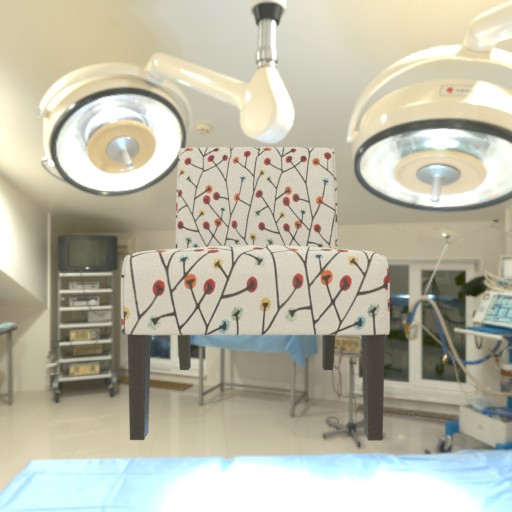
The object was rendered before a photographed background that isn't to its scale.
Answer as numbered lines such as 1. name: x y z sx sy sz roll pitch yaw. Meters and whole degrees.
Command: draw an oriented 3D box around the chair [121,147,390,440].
1. chair: 0.000 0.000 1.312 0.597 0.813 0.732 0 0 0
